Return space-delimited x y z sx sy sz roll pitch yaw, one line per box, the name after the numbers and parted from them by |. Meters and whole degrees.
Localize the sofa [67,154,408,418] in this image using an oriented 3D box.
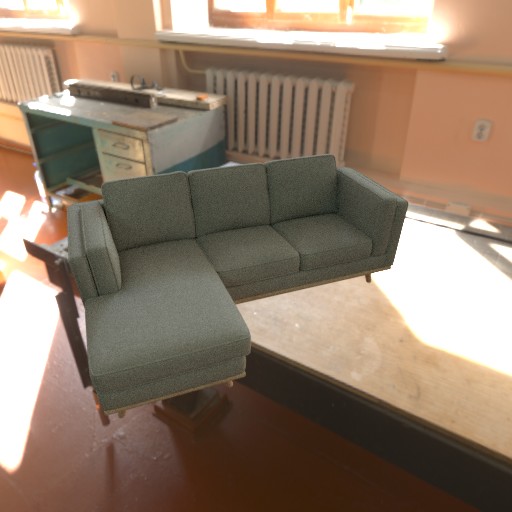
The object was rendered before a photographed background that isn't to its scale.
0.000 0.000 3.153 2.411 0.929 1.604 -11 32 -18 | sofa
